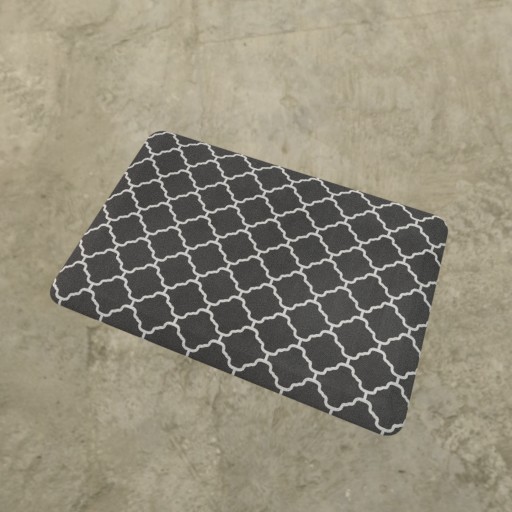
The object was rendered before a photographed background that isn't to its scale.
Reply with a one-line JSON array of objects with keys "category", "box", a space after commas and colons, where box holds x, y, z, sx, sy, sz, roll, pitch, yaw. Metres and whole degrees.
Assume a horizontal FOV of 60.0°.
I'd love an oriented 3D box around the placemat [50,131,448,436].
[{"category": "placemat", "box": [0.000, 0.000, 0.967, 0.762, 0.021, 0.508, 19, 65, 10]}]
